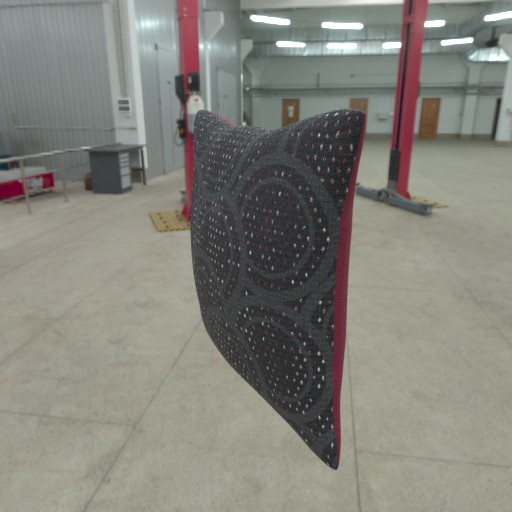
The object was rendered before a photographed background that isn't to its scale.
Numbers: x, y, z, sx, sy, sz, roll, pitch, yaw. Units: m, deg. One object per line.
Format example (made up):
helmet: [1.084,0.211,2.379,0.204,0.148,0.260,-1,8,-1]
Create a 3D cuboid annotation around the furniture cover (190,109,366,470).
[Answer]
furniture cover: [0.000,0.000,0.810,0.193,0.509,0.552,-9,20,-25]
